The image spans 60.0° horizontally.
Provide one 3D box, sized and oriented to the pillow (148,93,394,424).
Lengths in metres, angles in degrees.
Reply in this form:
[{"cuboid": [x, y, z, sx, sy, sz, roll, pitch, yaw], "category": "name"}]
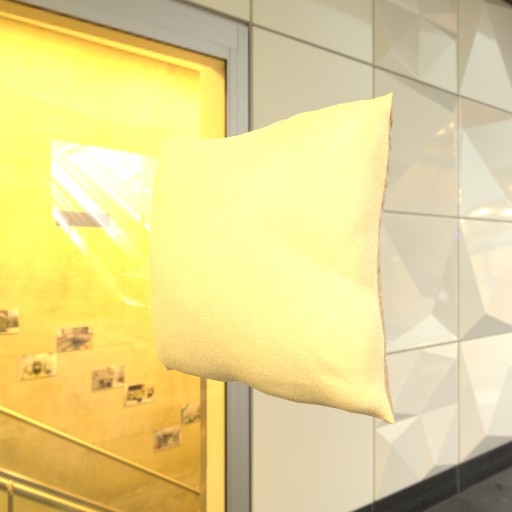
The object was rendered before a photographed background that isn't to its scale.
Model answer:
[{"cuboid": [0.000, 0.000, 0.718, 0.450, 0.448, 0.245, 0, 0, 37], "category": "pillow"}]
